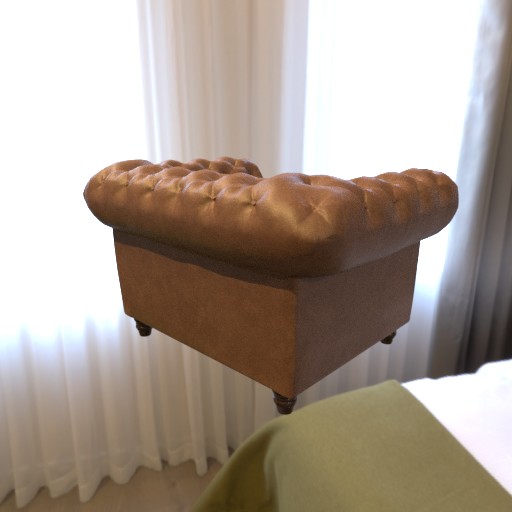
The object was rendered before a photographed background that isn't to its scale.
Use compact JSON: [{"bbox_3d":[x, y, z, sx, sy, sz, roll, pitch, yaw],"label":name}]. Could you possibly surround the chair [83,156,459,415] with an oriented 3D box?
[{"bbox_3d":[0.000,0.000,1.860,1.298,0.784,0.954,14,21,42],"label":"chair"}]
